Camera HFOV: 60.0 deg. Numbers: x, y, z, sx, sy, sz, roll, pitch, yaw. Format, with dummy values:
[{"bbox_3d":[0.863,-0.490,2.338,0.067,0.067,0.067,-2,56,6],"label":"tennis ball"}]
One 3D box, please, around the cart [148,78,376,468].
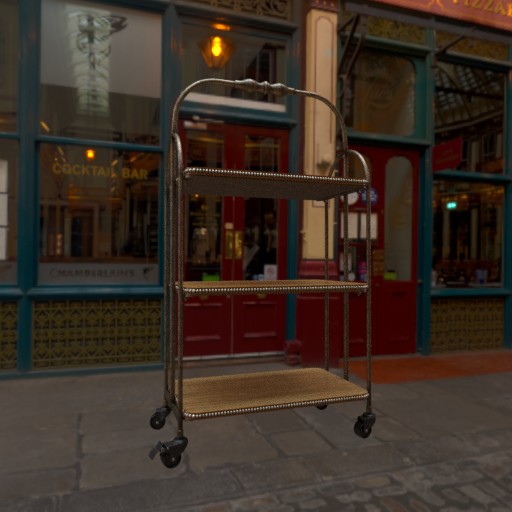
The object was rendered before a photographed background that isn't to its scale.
[{"bbox_3d":[0.000,0.000,1.322,0.650,1.052,0.330,0,-1,-19],"label":"cart"}]
